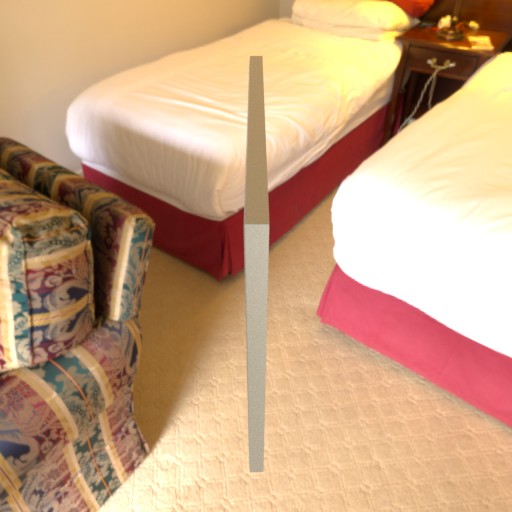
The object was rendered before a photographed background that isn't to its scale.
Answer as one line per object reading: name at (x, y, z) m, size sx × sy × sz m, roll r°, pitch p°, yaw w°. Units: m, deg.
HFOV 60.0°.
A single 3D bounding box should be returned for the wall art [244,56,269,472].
wall art at (0.000, 0.000, 1.214) m, size 0.038 × 0.807 × 0.809 m, roll 0°, pitch 40°, yaw 0°
